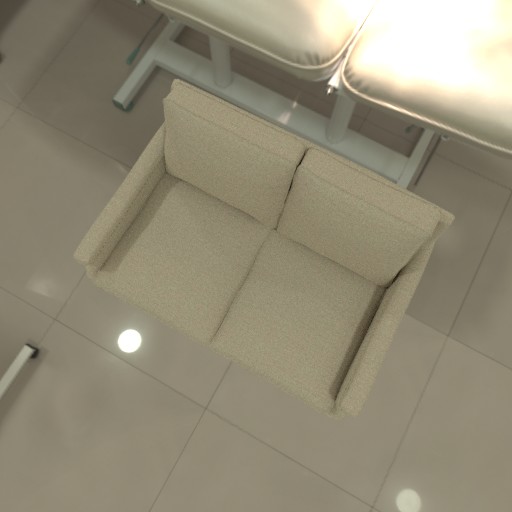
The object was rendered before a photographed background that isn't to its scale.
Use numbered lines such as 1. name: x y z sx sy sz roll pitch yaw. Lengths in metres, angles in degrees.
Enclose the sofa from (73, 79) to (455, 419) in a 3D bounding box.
1. sofa: 0.000 0.000 2.338 1.597 1.003 1.084 28 78 7
